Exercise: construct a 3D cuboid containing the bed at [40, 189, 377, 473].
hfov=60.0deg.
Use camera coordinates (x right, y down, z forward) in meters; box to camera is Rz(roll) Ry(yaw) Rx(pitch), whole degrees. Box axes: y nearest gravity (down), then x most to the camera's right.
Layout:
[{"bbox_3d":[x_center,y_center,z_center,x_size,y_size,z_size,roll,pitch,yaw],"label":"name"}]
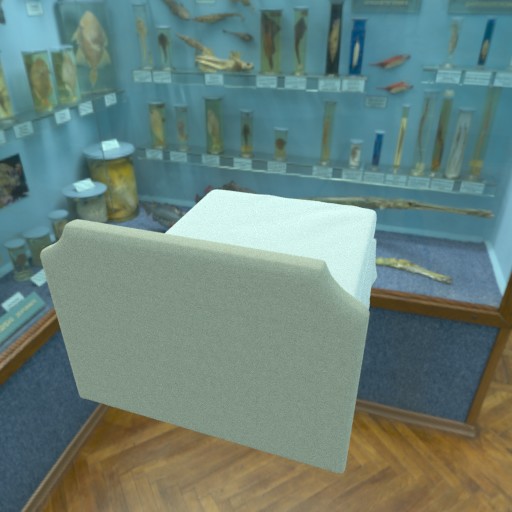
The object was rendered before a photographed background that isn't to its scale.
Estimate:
[{"bbox_3d":[0.000,0.000,3.143,1.693,1.290,2.116,10,32,16],"label":"bed"}]
